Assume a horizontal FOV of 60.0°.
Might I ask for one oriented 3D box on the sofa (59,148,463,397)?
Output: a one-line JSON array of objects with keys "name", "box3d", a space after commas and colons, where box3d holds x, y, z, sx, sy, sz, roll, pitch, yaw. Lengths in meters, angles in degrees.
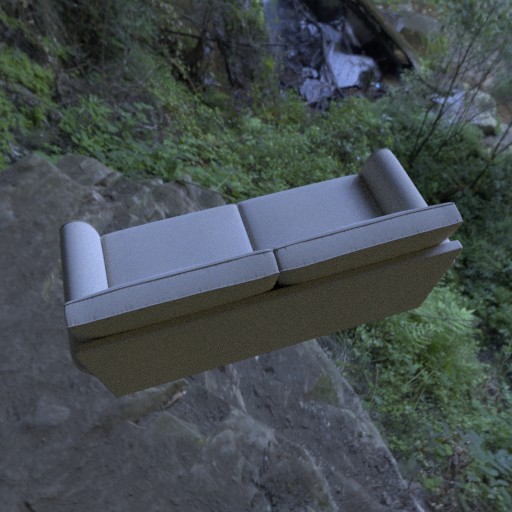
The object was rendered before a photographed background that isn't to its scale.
[{"name": "sofa", "box3d": [0.000, 0.000, 2.621, 2.146, 0.962, 0.901, -15, 59, -9]}]
